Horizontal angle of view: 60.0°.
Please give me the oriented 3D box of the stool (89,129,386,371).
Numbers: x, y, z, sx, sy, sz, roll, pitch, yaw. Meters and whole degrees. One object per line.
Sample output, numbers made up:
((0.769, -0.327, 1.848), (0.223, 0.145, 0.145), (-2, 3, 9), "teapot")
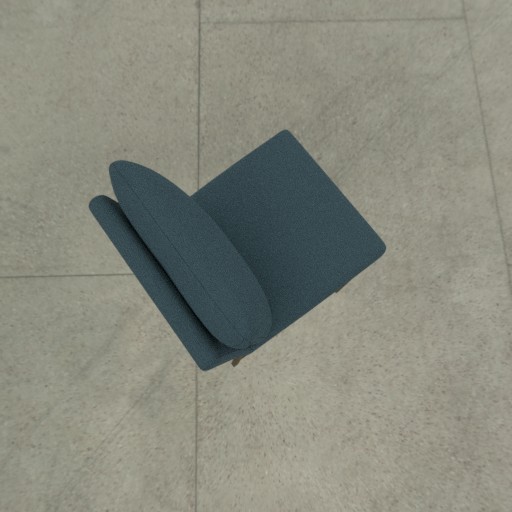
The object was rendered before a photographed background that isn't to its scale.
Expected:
((0.000, 0.000, 1.342), (0.568, 1.032, 0.463), (-36, 79, -8), "stool")
